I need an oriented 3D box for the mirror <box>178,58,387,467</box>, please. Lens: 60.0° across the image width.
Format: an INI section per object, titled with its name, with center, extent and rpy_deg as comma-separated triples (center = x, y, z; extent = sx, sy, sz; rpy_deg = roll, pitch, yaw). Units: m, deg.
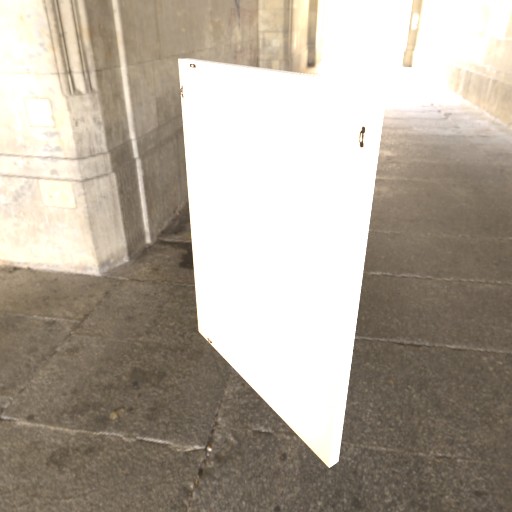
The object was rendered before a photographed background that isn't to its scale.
[mirror]
center = 0.000, 0.000, 1.298
extent = 0.040, 1.016, 0.762
rpy_deg = -18, 33, -31
